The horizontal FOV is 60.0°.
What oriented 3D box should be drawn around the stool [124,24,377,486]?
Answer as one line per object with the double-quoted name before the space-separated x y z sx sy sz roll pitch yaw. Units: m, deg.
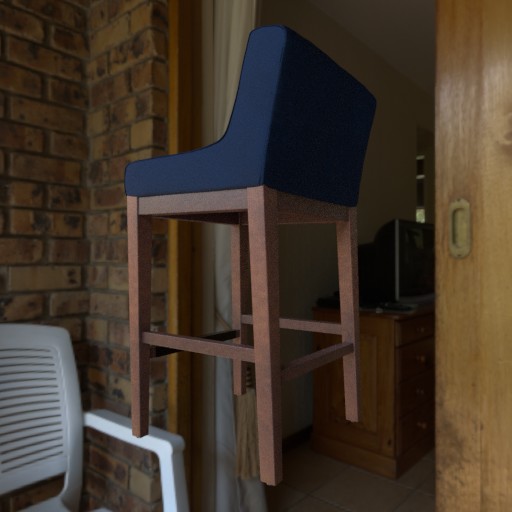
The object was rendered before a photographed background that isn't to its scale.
"stool" 0.000 0.000 1.211 0.516 0.945 0.511 0 0 35
